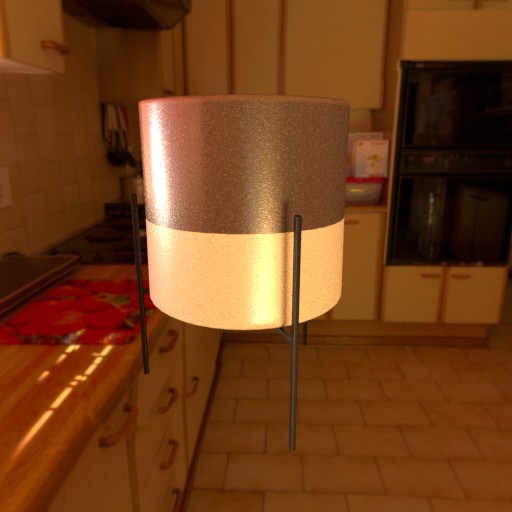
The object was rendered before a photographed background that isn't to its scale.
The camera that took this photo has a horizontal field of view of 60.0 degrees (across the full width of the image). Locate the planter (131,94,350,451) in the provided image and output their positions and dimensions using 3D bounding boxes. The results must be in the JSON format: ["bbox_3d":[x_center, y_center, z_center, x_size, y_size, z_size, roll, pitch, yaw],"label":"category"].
[{"bbox_3d":[0.000,0.000,0.537,0.250,0.353,0.260,-8,17,-27],"label":"planter"}]
